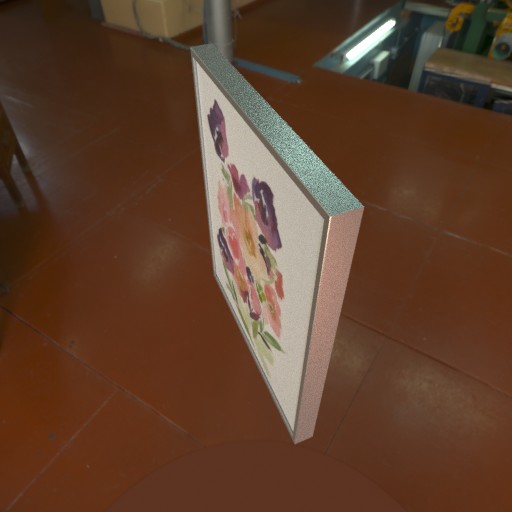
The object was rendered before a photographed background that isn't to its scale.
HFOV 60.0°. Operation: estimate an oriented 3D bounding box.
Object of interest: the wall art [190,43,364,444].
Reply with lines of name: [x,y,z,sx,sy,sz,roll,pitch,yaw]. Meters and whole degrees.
wall art: [0.000,0.000,0.768,0.038,0.549,0.452,-17,48,-16]
